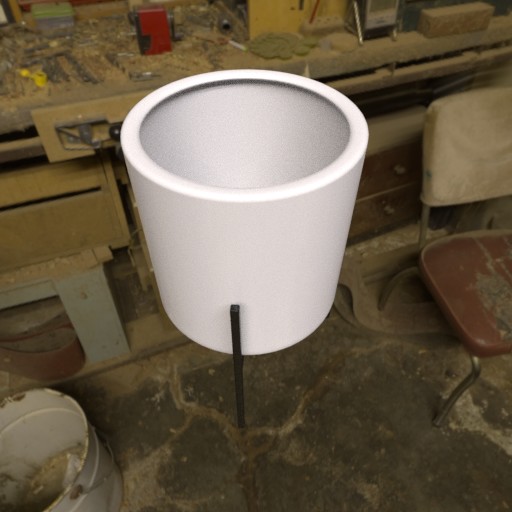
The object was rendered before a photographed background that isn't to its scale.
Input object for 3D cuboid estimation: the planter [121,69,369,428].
[{"bbox_3d":[0.000,0.000,0.525,0.239,0.356,0.239,-15,48,-14],"label":"planter"}]
